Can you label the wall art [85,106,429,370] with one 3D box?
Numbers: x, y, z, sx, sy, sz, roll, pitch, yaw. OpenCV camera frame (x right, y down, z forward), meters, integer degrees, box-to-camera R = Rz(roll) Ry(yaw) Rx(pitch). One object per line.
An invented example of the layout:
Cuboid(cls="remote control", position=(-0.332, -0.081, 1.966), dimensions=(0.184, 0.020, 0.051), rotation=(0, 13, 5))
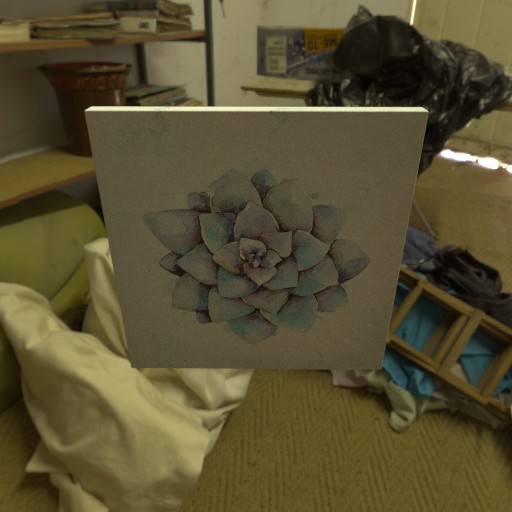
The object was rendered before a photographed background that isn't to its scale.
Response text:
Cuboid(cls="wall art", position=(0.000, 0.000, 0.952), dimensions=(0.612, 0.612, 0.040), rotation=(0, 29, 1))
